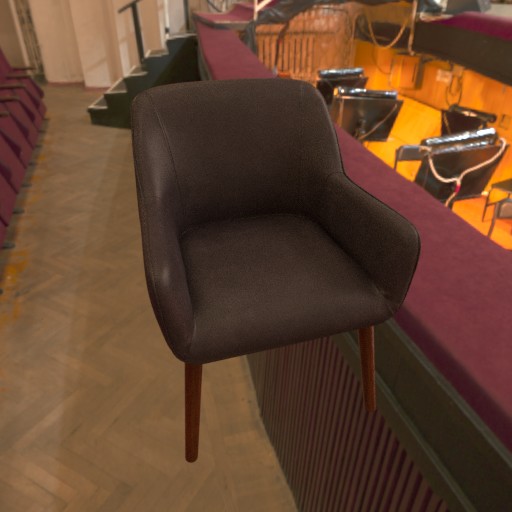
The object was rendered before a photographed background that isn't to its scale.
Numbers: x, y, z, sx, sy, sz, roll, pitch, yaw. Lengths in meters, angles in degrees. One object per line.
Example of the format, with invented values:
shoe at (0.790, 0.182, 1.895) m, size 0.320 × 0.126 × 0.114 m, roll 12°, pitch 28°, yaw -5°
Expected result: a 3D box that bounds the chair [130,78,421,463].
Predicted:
chair at (0.000, 0.000, 1.229) m, size 0.610 × 0.828 × 0.610 m, roll -10°, pitch 34°, yaw -15°
